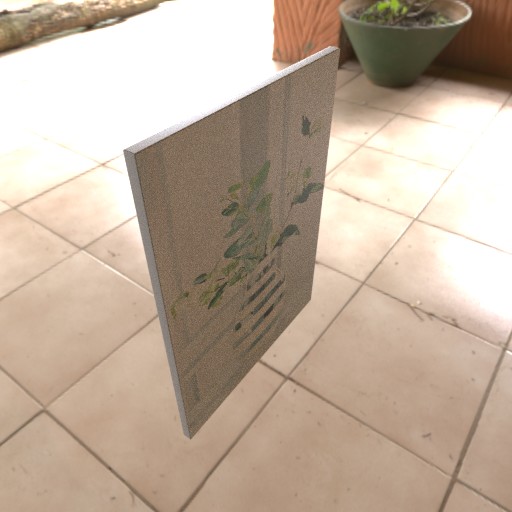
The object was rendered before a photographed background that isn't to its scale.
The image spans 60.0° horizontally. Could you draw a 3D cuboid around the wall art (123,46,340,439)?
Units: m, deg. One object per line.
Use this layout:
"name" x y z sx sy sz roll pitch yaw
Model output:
"wall art" 0.000 0.000 1.602 0.038 1.212 0.914 25 47 26
